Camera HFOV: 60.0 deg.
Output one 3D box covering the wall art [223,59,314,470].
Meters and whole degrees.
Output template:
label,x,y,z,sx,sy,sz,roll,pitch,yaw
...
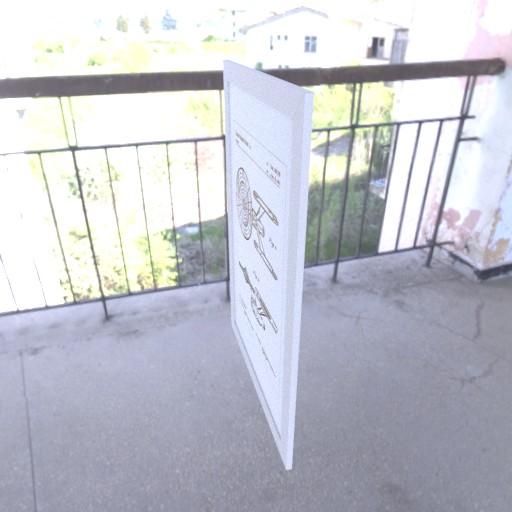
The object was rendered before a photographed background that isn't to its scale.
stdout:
label,x,y,z,sx,sy,sz,roll,pitch,yaw
wall art,0.000,0.000,0.852,0.011,0.659,0.454,-8,29,-14
